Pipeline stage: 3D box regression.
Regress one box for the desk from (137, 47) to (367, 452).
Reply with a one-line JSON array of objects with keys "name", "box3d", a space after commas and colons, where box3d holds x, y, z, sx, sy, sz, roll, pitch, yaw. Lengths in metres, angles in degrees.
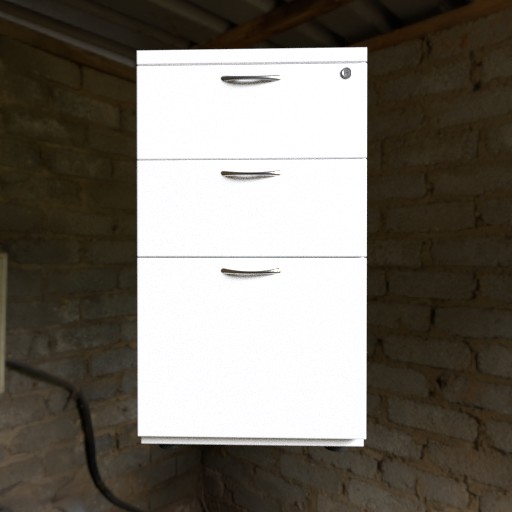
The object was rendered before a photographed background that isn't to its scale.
[{"name": "desk", "box3d": [0.000, 0.000, 1.067, 0.404, 0.730, 0.600, 0, 1, 2]}]
